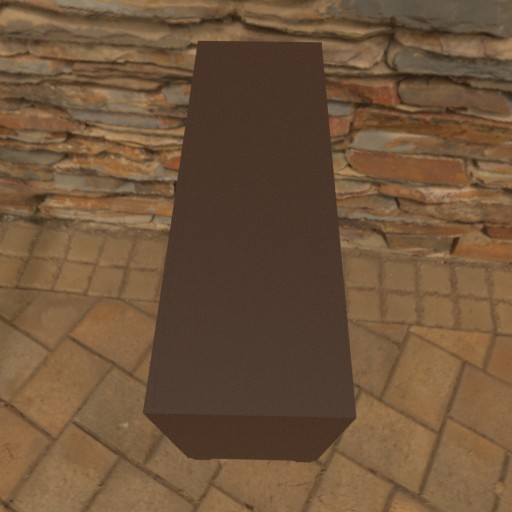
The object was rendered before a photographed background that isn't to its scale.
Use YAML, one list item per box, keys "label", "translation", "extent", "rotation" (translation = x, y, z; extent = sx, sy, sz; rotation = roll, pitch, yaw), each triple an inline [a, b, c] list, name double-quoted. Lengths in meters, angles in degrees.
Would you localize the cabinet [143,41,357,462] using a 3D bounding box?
- label: "cabinet"
  translation: [0.000, 0.000, 1.750]
  extent: [0.482, 0.914, 1.396]
  rotation: [1, 59, 1]
